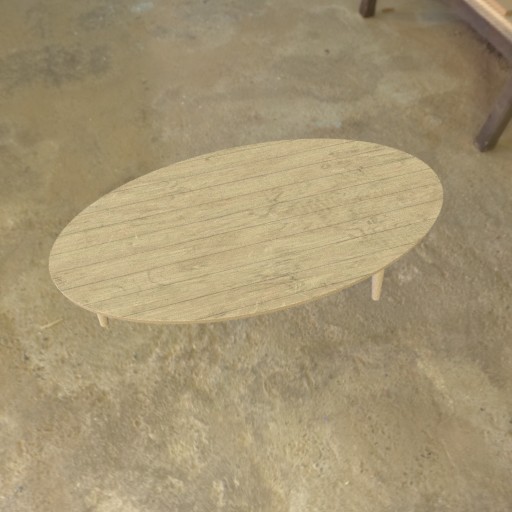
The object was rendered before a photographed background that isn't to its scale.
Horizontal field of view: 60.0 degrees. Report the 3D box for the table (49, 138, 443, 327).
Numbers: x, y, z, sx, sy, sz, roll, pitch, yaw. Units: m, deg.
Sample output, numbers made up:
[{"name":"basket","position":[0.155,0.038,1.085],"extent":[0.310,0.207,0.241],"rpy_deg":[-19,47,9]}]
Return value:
[{"name":"table","position":[0.000,0.000,1.357],"extent":[1.083,0.390,0.542],"rpy_deg":[-14,59,-8]}]
